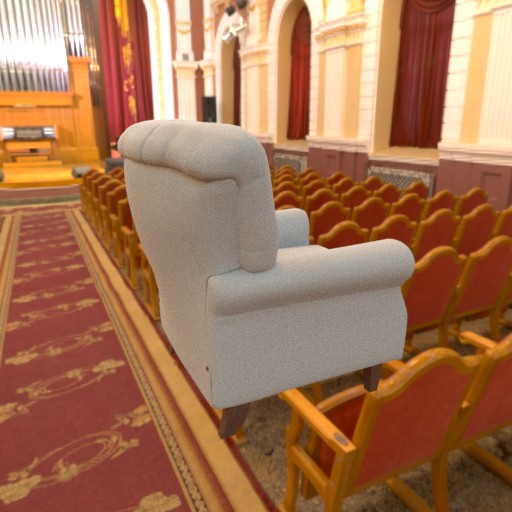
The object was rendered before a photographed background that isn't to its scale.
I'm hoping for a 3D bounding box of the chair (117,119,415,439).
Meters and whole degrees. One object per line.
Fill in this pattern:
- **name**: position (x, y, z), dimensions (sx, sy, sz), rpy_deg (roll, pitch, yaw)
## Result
- **chair**: position (0.000, 0.000, 2.069), dimensions (1.128, 1.217, 1.090), rpy_deg (-8, 18, -24)
